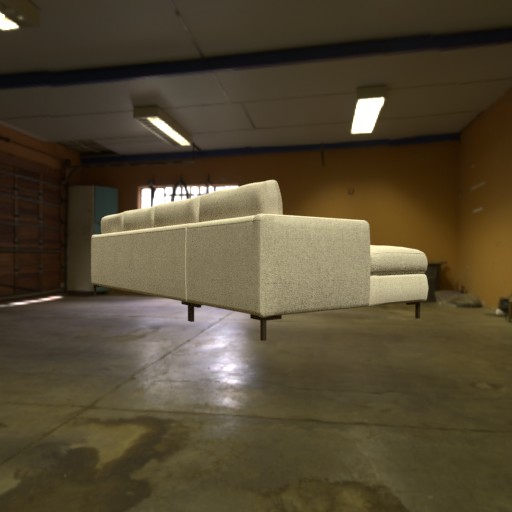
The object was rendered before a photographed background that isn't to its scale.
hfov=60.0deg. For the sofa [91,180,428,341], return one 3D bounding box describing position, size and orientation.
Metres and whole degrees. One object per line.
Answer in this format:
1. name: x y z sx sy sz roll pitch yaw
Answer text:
1. sofa: 0.000 0.000 3.597 1.879 0.756 2.737 0 0 -36
